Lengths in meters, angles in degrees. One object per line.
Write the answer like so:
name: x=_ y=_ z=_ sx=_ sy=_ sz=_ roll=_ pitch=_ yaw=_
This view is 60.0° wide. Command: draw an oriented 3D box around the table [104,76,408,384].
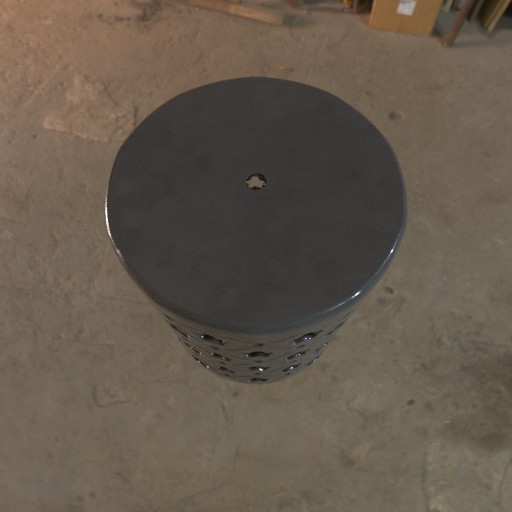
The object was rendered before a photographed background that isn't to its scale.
table: x=0.000 y=0.000 z=0.678 sx=0.352 sy=0.387 sz=0.352 roll=0 pitch=64 yaw=0
